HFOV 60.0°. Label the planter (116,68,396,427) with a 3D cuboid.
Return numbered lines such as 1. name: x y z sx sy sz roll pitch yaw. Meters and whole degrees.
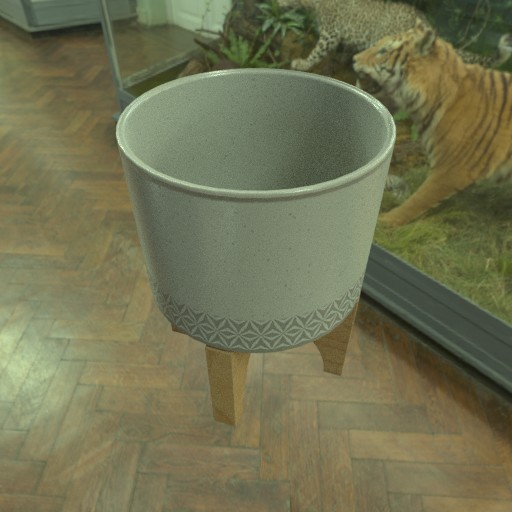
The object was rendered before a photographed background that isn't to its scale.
1. planter: 0.000 0.000 0.269 0.130 0.178 0.130 0 42 0
